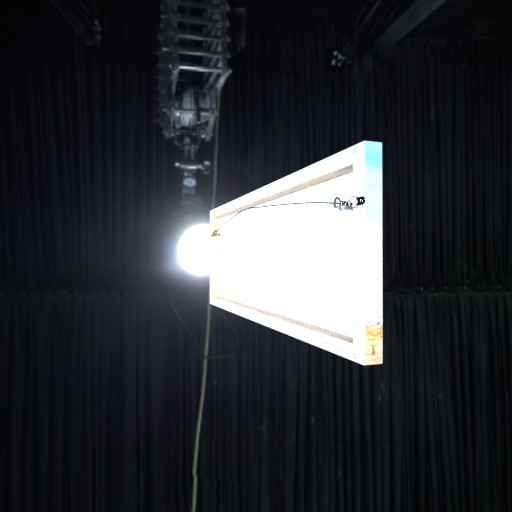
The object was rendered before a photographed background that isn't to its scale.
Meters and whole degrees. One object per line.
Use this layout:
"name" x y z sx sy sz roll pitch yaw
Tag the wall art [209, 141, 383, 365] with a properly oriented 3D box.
"wall art" 0.000 0.000 0.854 0.044 0.254 0.759 0 -1 -19
